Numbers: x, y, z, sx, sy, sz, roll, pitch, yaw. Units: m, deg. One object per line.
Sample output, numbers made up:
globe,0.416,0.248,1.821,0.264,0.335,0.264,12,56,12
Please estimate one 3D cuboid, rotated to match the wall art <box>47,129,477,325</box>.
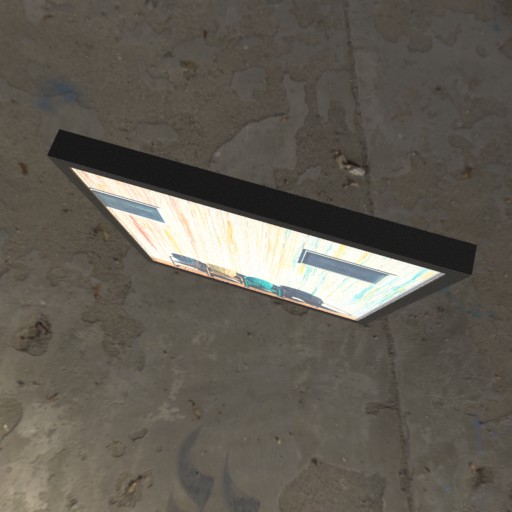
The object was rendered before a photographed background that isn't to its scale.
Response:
wall art,0.000,0.000,0.754,0.506,0.506,0.037,16,76,4
